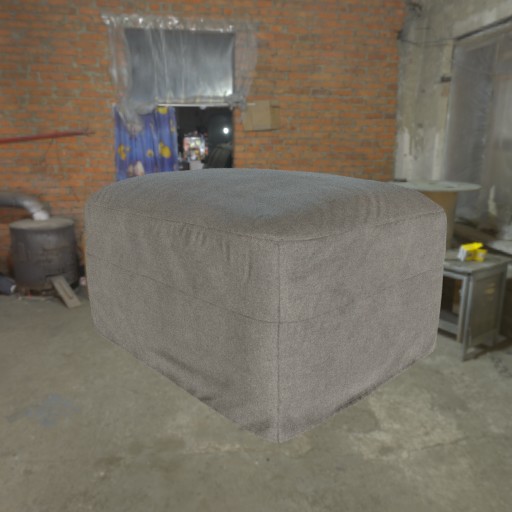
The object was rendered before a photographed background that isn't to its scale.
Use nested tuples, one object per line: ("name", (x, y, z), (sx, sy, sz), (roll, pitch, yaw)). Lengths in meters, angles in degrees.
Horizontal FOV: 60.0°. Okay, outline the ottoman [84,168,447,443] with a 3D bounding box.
("ottoman", (0.000, 0.000, 1.251), (0.683, 0.481, 0.837), (-13, 19, -42))
